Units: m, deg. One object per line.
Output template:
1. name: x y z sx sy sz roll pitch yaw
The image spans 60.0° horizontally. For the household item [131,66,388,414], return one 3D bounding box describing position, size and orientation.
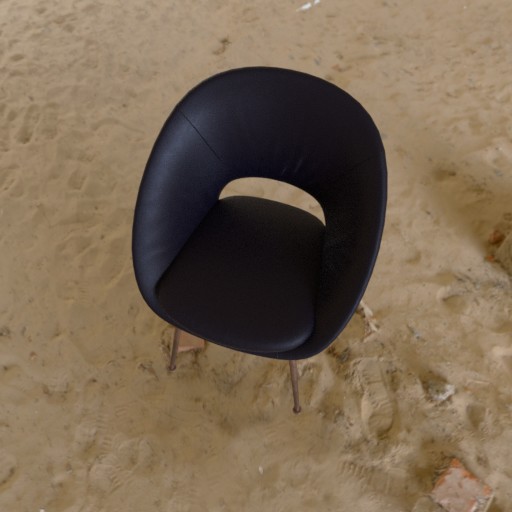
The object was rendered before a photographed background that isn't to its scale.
1. household item: 0.000 0.000 1.275 0.623 0.852 0.573 16 58 10
